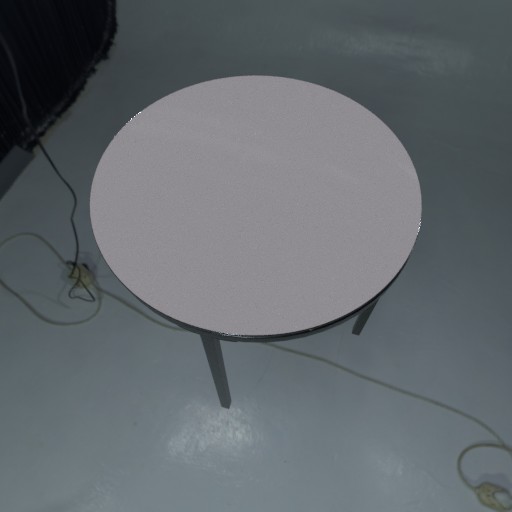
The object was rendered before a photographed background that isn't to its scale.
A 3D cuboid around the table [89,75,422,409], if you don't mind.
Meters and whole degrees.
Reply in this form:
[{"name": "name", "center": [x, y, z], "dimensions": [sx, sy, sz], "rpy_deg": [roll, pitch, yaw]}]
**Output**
[{"name": "table", "center": [0.000, 0.000, 0.865], "dimensions": [0.499, 0.443, 0.499], "rpy_deg": [0, 59, 0]}]
